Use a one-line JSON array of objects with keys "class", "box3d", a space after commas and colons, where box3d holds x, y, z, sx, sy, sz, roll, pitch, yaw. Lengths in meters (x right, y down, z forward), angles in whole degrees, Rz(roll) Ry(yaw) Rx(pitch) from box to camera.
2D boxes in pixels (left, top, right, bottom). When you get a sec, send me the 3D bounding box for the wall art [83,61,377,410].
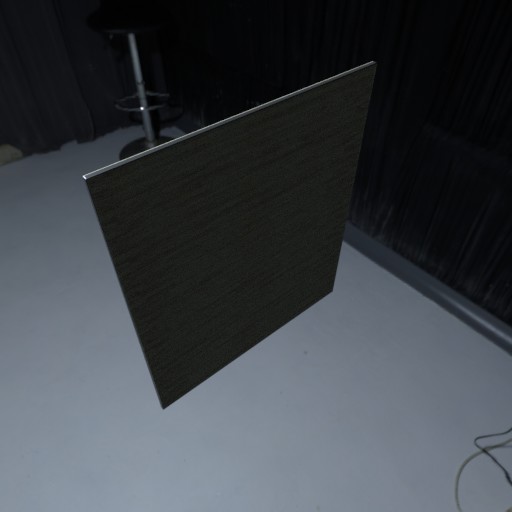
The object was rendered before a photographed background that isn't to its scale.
[{"class": "wall art", "box3d": [0.000, 0.000, 0.788, 0.483, 0.559, 0.009, -30, 53, -26]}]
